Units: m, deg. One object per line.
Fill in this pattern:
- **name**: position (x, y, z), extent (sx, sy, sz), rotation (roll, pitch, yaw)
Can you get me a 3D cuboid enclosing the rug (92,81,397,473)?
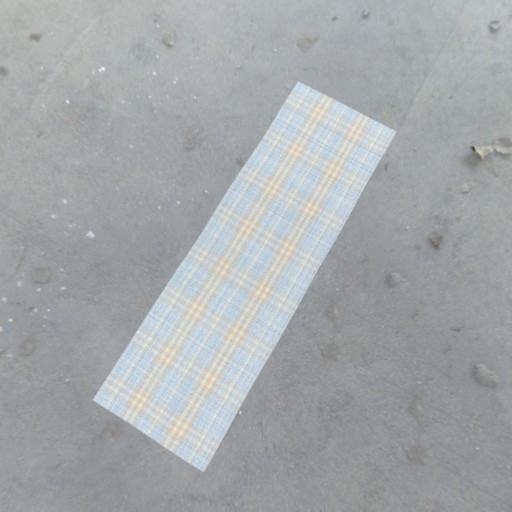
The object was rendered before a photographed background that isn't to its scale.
- **rug**: position (0.000, 0.000, 2.765), extent (0.762, 0.013, 2.439), rotation (30, 78, 7)
